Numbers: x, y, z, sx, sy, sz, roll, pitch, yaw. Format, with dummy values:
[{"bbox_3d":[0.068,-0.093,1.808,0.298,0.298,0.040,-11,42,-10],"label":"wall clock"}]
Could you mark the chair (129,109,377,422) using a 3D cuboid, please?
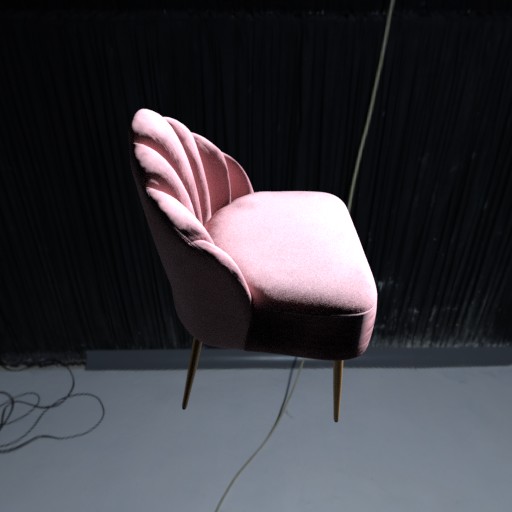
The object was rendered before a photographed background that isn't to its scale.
[{"bbox_3d":[0.000,0.000,1.287,0.599,0.819,0.657,0,32,0],"label":"chair"}]
